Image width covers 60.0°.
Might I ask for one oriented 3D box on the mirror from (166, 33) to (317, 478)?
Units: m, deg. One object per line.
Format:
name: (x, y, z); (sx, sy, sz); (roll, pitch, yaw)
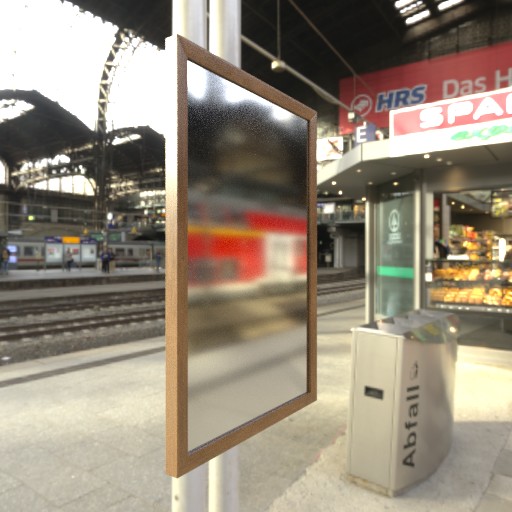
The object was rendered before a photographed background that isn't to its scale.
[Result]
mirror: (0.000, 0.000, 1.169); (0.040, 0.915, 0.609); (0, 0, 36)
